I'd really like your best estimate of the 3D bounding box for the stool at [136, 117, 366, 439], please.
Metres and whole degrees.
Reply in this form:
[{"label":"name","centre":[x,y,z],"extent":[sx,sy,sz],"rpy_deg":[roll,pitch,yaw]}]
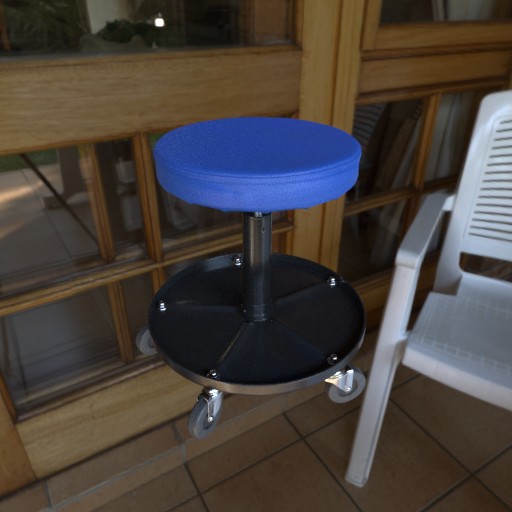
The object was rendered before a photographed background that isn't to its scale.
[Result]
[{"label":"stool","centre":[0.000,0.000,0.684],"extent":[0.381,0.365,0.382],"rpy_deg":[-21,36,-31]}]
